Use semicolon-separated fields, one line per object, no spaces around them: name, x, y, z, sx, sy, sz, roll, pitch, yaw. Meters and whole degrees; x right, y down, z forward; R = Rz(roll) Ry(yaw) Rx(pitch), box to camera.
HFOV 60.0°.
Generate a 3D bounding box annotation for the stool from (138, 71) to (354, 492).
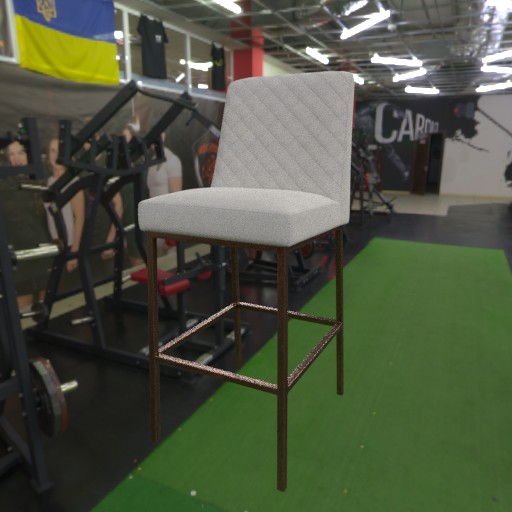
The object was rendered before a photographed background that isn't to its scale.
stool;0.000;0.000;1.335;0.462;1.084;0.546;7;16;27
